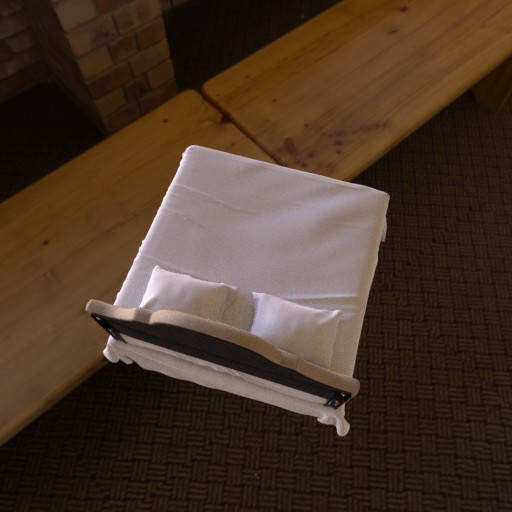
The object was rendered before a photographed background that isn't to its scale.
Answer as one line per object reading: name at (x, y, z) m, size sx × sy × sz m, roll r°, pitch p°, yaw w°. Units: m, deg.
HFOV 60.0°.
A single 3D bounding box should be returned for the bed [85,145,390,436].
bed at (0.000, 0.000, 3.794) m, size 2.303 × 1.631 × 2.222 m, roll 16°, pitch 65°, yaw 8°
